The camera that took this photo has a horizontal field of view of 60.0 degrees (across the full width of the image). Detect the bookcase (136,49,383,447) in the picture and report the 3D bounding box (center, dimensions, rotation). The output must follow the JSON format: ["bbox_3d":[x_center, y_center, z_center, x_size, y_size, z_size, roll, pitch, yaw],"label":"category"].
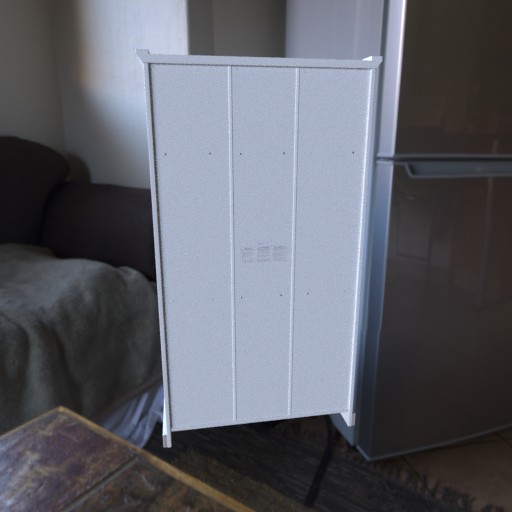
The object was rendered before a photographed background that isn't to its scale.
[{"bbox_3d":[0.000,0.000,2.308,1.050,1.880,0.432,-3,16,-10],"label":"bookcase"}]
